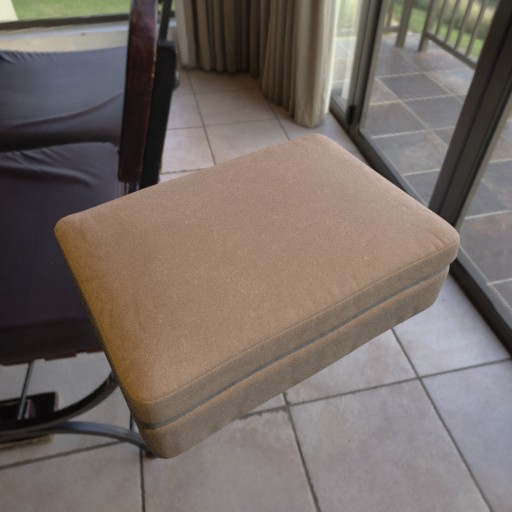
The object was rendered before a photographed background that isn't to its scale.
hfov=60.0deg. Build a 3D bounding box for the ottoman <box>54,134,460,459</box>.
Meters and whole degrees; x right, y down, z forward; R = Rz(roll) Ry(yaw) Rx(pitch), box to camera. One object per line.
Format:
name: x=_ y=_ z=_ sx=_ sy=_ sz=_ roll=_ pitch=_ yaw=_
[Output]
ottoman: x=0.000 y=0.000 z=1.609 sx=1.199 sy=0.429 sz=0.840 roll=-24 pitch=50 yaw=-22
